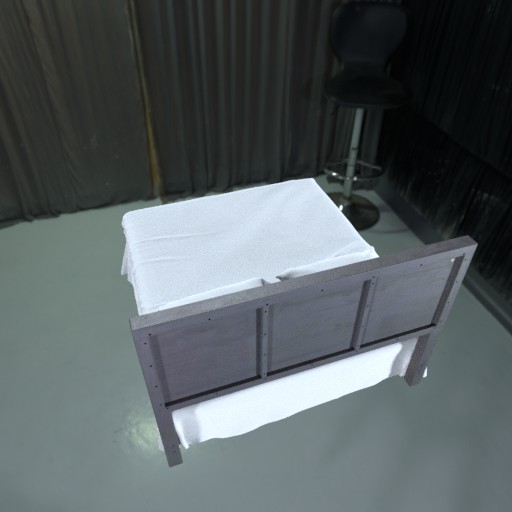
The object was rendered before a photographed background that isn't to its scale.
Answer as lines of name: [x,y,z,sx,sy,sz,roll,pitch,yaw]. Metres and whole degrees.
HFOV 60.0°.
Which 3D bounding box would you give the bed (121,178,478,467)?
bed: [0.000,0.000,2.890,1.772,1.142,1.785,-13,42,-15]
